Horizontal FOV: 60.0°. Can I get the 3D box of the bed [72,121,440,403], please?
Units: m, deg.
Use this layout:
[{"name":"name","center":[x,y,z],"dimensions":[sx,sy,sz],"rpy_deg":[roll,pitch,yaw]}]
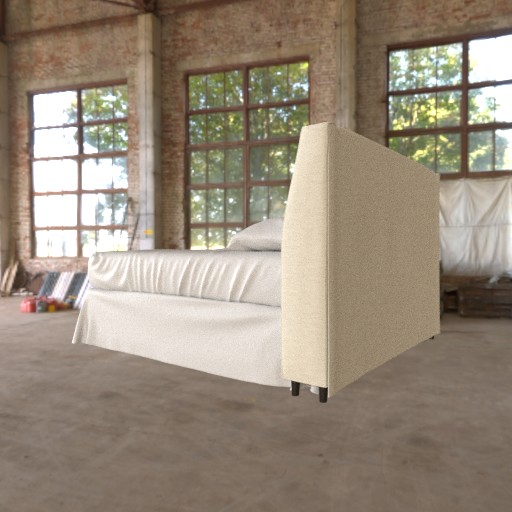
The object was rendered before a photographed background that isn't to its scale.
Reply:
[{"name":"bed","center":[0.000,0.000,3.455],"dimensions":[2.276,1.332,1.925],"rpy_deg":[1,1,37]}]
